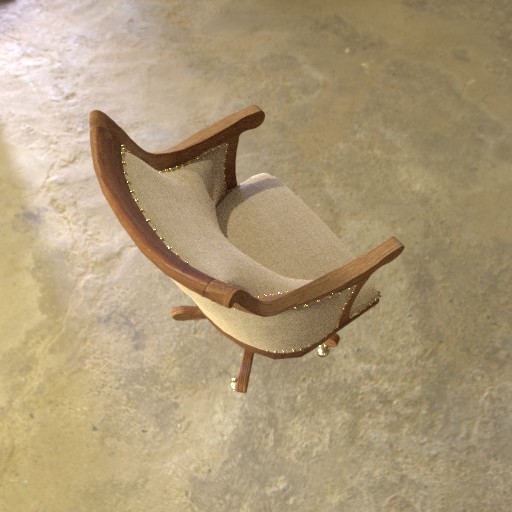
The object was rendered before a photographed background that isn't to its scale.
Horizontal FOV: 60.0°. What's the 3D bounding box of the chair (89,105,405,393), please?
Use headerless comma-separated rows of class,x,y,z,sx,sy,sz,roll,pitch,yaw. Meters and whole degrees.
chair,0.000,0.000,1.395,0.689,0.965,0.656,-30,62,-18
